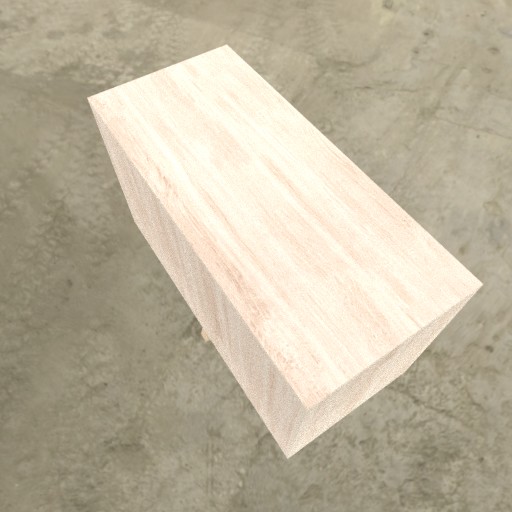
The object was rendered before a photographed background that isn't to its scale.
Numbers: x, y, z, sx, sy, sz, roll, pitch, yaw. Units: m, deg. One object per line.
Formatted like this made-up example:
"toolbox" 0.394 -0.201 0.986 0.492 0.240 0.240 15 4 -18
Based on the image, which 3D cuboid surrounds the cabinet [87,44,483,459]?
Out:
"cabinet" 0.000 0.000 1.507 0.500 0.780 1.110 -29 62 -17
